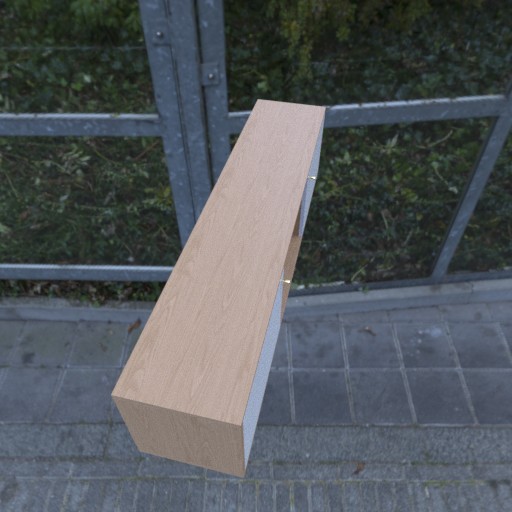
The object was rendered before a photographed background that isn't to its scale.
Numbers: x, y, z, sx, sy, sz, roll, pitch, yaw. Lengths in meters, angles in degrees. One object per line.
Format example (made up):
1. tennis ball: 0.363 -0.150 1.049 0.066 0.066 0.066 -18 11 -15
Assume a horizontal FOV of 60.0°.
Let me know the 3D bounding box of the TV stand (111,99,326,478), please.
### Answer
1. TV stand: 0.000 0.000 1.990 0.400 0.580 1.760 10 47 9
